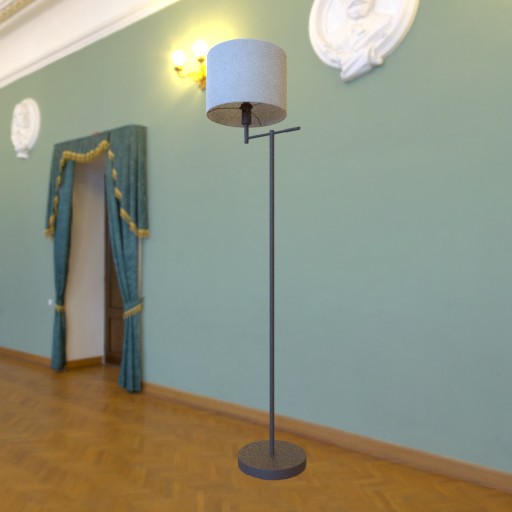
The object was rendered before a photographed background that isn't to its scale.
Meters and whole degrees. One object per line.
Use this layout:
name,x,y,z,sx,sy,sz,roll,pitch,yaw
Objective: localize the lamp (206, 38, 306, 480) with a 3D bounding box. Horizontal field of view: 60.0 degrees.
lamp,0.000,0.000,1.759,0.416,1.600,0.324,0,0,35
